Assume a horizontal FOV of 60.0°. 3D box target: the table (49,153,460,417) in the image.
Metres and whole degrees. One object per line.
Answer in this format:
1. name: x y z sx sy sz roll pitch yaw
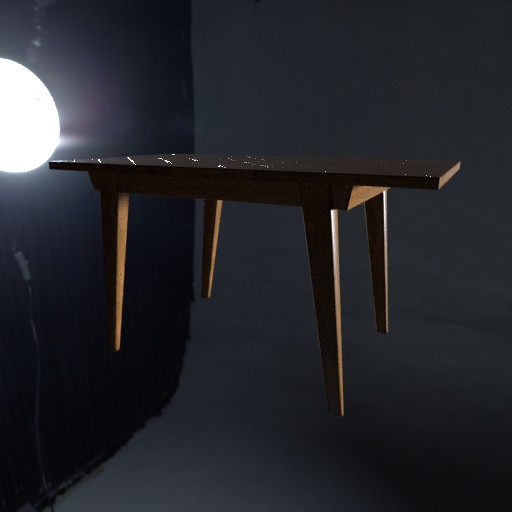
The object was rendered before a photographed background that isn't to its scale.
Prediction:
1. table: 0.000 0.000 1.813 1.400 0.760 0.757 8 17 26
